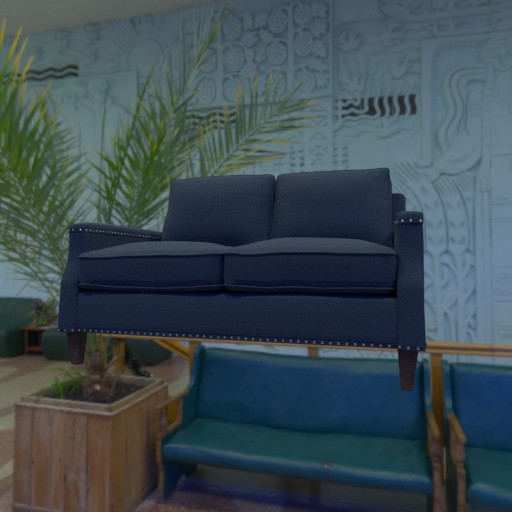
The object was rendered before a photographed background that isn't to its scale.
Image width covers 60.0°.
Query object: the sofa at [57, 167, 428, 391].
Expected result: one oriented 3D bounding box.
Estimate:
[{"bbox_3d":[0.000,0.000,2.297,1.597,1.003,1.084,0,-1,17],"label":"sofa"}]
